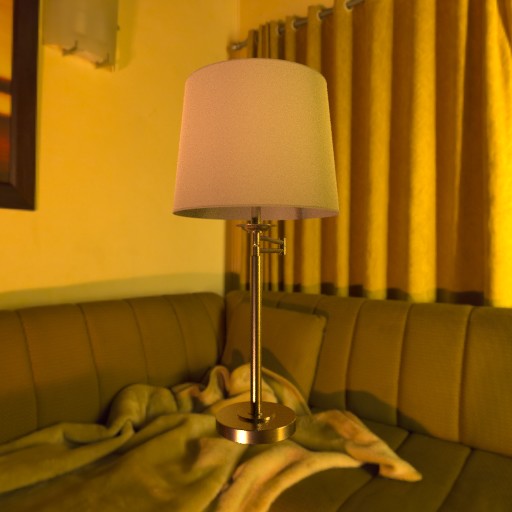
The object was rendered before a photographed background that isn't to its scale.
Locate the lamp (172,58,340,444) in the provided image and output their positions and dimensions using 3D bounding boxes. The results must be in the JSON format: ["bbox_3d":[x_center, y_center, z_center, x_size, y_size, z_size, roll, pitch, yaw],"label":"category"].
[{"bbox_3d":[0.000,0.000,0.897,0.333,0.696,0.333,0,1,0],"label":"lamp"}]
